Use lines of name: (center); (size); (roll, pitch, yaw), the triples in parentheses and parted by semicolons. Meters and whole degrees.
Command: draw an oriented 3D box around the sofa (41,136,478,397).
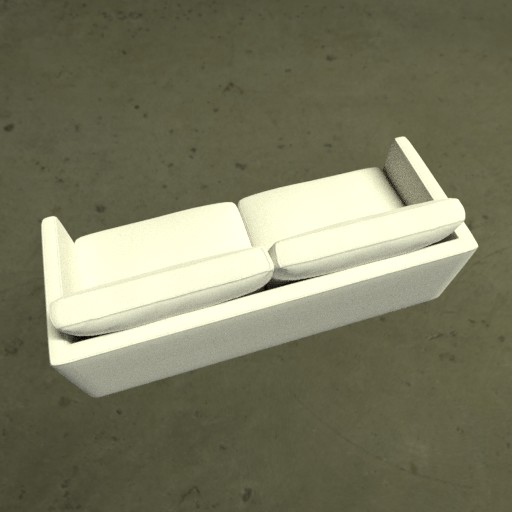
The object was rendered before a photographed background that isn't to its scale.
sofa: (0.000, 0.000, 2.753); (2.361, 0.962, 0.951); (-15, 60, -9)
